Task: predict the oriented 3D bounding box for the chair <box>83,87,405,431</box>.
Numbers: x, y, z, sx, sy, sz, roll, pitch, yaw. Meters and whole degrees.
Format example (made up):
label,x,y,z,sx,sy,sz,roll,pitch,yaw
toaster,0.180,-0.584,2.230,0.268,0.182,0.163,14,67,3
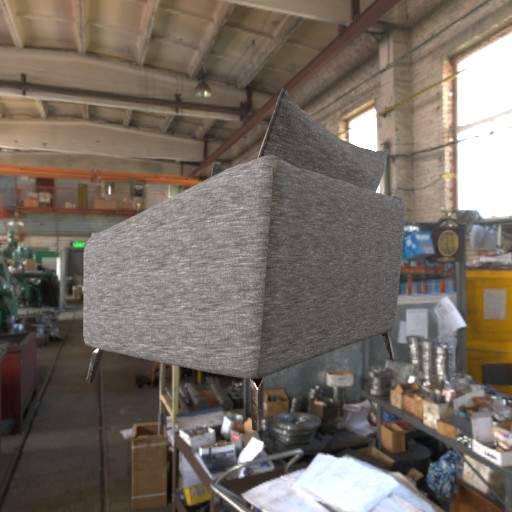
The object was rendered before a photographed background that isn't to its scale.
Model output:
label,x,y,z,sx,sy,sz,roll,pitch,yaw
chair,0.000,0.000,1.630,0.805,0.842,1.004,0,-1,37
